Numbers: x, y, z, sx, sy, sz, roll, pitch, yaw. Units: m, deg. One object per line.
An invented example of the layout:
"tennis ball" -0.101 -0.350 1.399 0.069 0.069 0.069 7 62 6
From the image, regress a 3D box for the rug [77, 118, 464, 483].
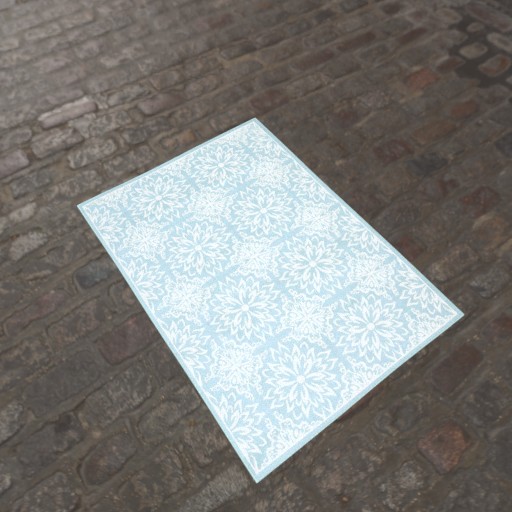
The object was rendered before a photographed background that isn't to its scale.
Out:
"rug" 0.000 0.000 2.961 1.589 0.014 2.205 -32 63 -18
